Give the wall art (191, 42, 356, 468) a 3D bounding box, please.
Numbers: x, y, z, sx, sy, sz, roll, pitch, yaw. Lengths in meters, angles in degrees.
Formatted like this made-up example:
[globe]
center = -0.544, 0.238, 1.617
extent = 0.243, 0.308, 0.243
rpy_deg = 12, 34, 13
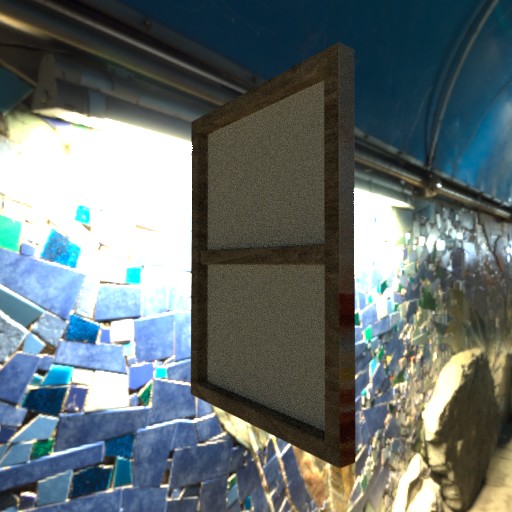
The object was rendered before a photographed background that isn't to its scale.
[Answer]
[wall art]
center = 0.000, 0.000, 0.814
extent = 0.035, 0.605, 0.443
rpy_deg = 1, -1, -36
